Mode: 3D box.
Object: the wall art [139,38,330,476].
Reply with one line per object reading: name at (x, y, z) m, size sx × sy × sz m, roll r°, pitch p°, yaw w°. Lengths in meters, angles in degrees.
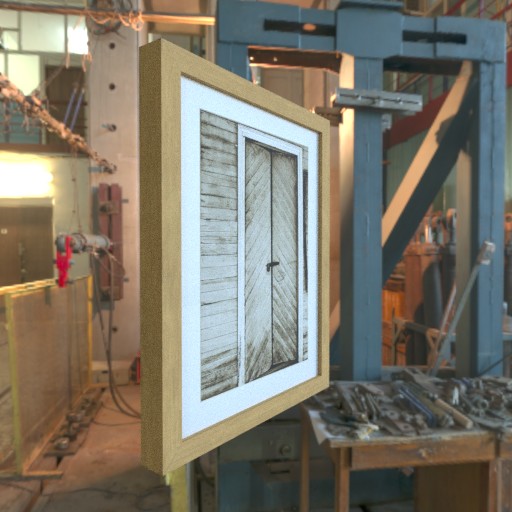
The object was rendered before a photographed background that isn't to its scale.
wall art at (0.000, 0.000, 0.518) m, size 0.030 × 0.380 × 0.312 m, roll 1°, pitch 1°, yaw 37°
